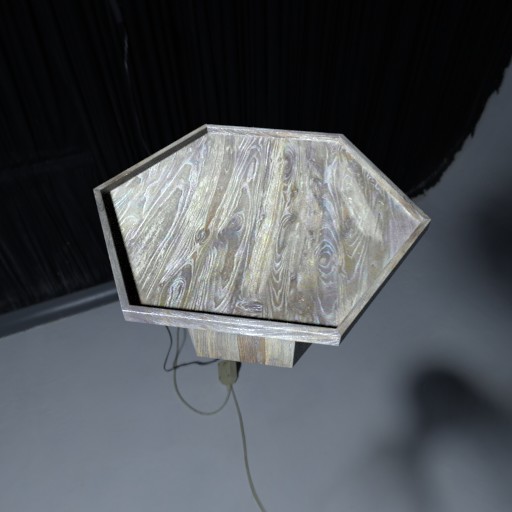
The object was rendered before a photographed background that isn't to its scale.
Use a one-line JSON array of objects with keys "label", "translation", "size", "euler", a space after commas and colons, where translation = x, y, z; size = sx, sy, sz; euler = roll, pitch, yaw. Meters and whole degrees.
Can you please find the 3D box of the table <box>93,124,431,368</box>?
[{"label": "table", "translation": [0.000, 0.000, 1.622], "size": [0.966, 0.488, 1.115], "euler": [-16, 47, -15]}]
